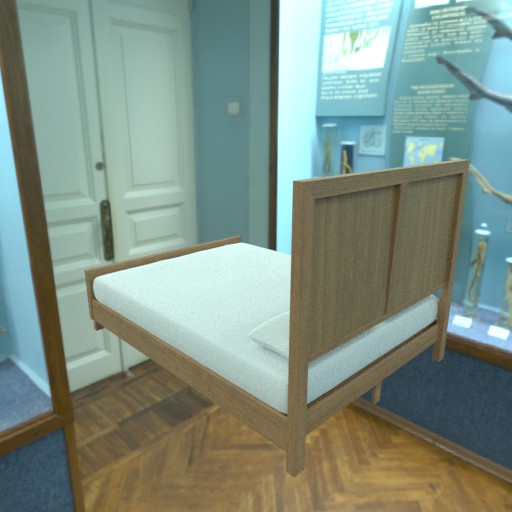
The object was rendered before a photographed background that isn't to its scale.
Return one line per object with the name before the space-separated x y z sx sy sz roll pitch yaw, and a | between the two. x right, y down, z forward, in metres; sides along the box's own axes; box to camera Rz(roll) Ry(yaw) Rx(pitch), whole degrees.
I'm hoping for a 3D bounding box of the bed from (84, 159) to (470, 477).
bed | 0.000 0.000 3.182 1.606 1.387 2.184 -15 22 -42
